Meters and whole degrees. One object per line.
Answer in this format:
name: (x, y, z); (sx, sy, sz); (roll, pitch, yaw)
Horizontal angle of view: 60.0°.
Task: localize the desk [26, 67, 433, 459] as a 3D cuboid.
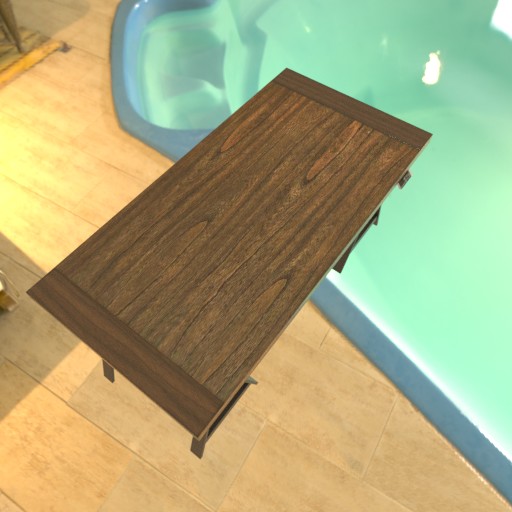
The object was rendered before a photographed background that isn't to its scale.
desk: (0.000, 0.000, 1.989); (0.784, 0.725, 1.543); (33, 63, 19)
